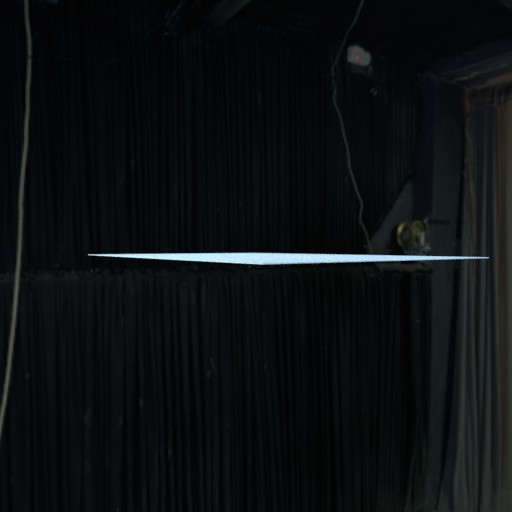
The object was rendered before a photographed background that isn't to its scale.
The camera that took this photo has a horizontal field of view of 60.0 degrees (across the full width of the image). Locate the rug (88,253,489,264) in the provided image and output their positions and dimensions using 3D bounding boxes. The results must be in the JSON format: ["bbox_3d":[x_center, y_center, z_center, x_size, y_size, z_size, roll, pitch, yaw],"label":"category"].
[{"bbox_3d":[0.000,0.000,3.740,1.982,0.006,2.895,-1,1,-35],"label":"rug"}]
